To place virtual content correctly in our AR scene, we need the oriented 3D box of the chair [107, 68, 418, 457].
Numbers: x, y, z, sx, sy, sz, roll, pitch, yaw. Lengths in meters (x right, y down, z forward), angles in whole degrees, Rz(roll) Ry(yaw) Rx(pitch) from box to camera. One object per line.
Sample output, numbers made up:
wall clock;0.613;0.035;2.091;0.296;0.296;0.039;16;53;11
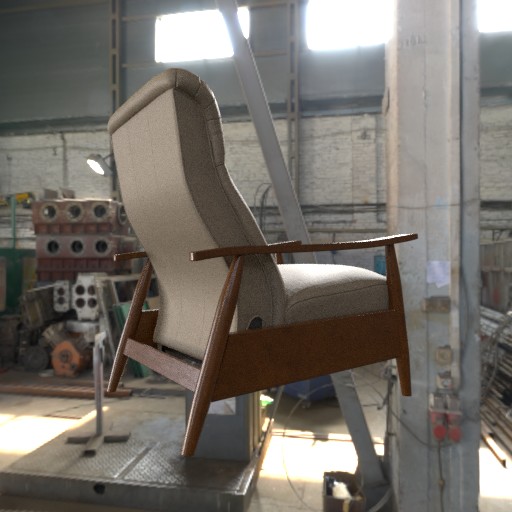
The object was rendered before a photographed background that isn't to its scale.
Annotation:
chair;0.000;0.000;1.754;1.032;1.082;0.762;0;-1;-34
